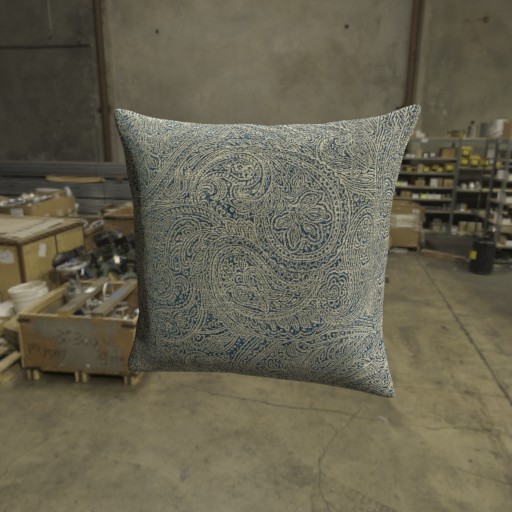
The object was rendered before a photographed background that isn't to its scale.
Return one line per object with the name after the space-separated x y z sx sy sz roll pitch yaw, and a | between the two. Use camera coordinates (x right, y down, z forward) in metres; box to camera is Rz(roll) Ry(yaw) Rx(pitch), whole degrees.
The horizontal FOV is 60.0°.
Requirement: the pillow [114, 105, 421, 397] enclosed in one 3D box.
0.000 0.000 0.796 0.523 0.510 0.166 2 15 9 | pillow
